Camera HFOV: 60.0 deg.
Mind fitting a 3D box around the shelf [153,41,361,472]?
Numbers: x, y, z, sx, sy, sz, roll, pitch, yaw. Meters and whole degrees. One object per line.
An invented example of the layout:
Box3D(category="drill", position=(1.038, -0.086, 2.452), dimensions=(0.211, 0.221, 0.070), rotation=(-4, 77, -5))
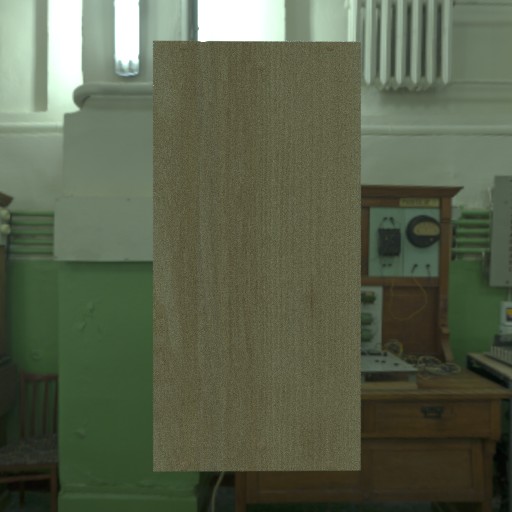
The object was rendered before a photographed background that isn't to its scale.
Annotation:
Box3D(category="shelf", position=(0.000, 0.000, 0.792), dimensions=(0.290, 0.600, 0.350), rotation=(0, 0, -1))
